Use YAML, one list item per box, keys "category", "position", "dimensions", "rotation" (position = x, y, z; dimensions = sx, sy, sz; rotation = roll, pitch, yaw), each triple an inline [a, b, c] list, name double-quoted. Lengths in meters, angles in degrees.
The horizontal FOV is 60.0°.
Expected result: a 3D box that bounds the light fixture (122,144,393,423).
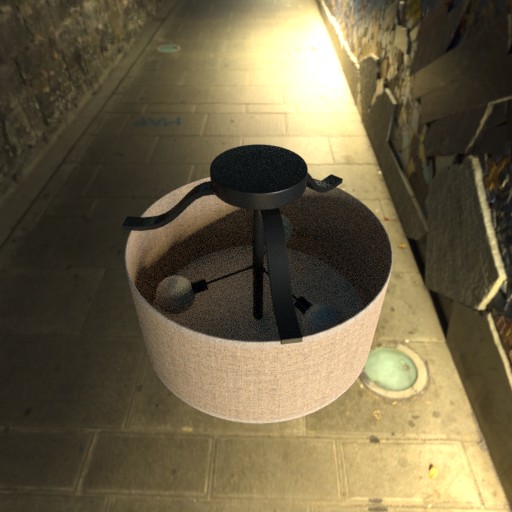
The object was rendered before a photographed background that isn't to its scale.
- category: "light fixture"
  position: [0.000, 0.000, 0.670]
  dimensions: [0.390, 0.306, 0.390]
  rotation: [0, 41, 0]
